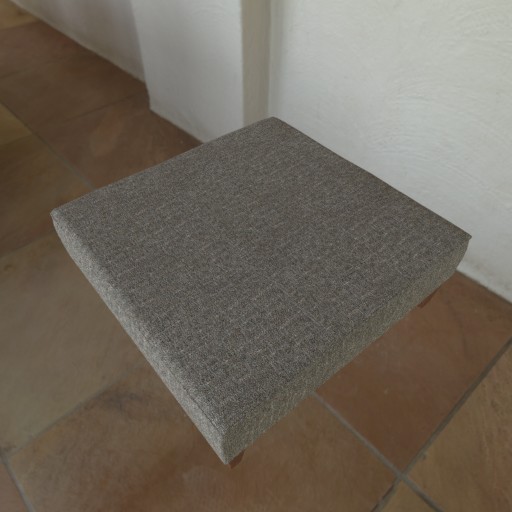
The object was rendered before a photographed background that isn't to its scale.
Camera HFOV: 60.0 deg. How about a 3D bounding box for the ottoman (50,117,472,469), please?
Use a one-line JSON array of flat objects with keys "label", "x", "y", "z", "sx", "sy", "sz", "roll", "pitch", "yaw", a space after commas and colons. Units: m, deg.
[{"label": "ottoman", "x": 0.000, "y": 0.000, "z": 1.547, "sx": 1.016, "sy": 0.379, "sz": 0.981, "roll": -31, "pitch": 54, "yaw": -26}]
